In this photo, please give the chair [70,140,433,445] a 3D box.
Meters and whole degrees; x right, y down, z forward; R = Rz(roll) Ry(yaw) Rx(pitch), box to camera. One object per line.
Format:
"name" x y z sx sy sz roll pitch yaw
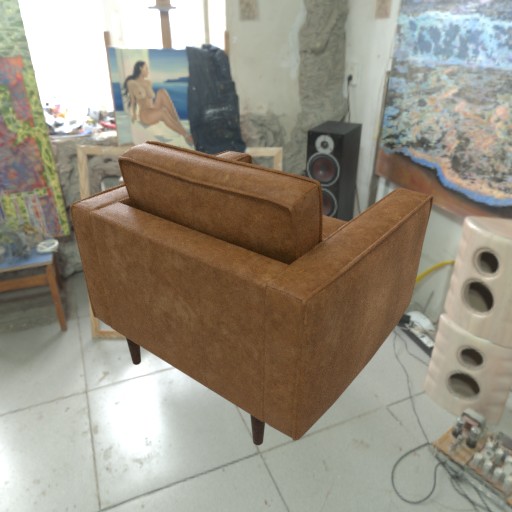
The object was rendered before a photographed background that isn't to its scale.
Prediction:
"chair" 0.000 0.000 1.515 0.928 0.767 0.798 20 35 32
